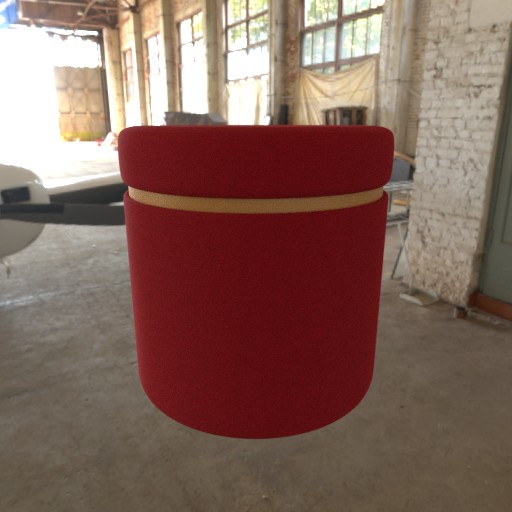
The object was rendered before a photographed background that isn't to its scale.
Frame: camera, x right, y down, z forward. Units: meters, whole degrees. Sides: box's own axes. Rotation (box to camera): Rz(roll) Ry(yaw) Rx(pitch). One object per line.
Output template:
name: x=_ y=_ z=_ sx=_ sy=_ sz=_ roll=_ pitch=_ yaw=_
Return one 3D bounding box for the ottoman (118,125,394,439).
ottoman: x=0.000 y=0.000 z=0.718 sx=0.400 sy=0.406 sz=0.400 roll=0 pitch=17 yaw=0
